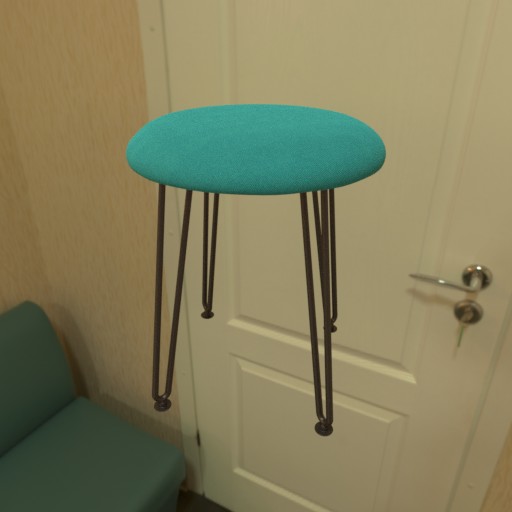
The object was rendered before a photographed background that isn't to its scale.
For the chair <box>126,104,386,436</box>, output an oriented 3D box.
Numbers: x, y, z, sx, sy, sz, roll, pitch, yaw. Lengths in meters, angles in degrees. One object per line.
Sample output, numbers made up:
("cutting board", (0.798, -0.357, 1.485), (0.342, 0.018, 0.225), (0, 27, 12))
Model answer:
("chair", (0.000, 0.000, 0.695), (0.350, 0.430, 0.350), (-1, 27, -1))
